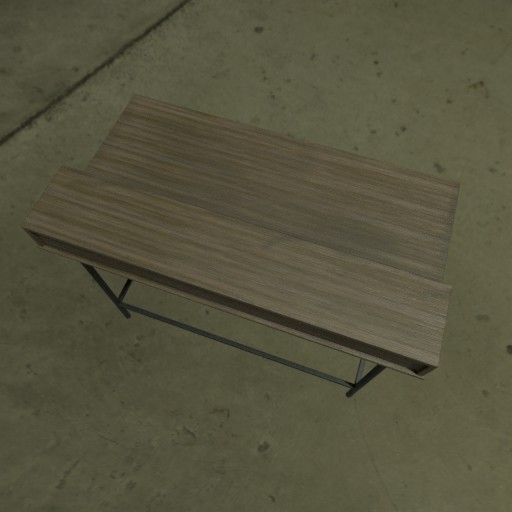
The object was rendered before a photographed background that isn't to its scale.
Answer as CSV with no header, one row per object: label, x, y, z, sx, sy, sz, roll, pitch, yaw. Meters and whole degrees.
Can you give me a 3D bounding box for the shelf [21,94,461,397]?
shelf,0.000,0.000,1.710,1.212,0.865,0.685,18,65,9
